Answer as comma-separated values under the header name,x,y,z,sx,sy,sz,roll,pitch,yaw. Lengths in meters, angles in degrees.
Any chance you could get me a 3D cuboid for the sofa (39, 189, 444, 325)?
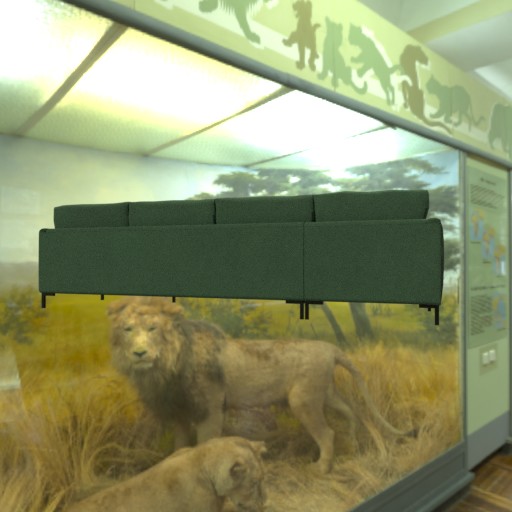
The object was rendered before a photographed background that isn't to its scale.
name,x,y,z,sx,sy,sz,roll,pitch,yaw
sofa,0.000,0.000,3.309,2.486,0.687,1.707,0,0,18
